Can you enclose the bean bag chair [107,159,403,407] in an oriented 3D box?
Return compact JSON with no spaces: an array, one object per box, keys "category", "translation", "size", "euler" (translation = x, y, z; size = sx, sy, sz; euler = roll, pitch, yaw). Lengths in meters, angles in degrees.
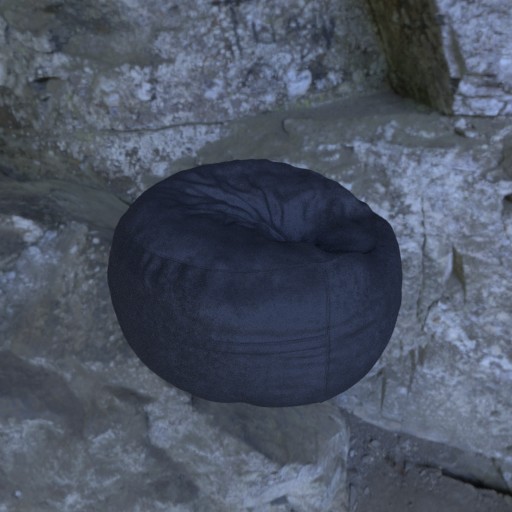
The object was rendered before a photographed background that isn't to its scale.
[{"category":"bean bag chair","translation":[0.000,0.000,2.354],"size":[1.525,0.751,1.525],"euler":[0,30,0]}]
